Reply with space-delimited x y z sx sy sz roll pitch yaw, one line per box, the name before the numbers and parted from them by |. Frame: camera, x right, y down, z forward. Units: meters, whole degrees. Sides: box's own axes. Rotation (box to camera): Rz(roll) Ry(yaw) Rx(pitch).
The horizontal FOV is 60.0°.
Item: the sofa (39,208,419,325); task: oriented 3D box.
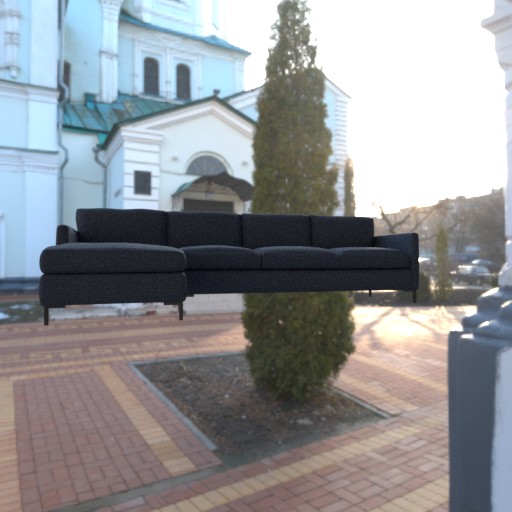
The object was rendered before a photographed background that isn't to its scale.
sofa | 0.000 0.000 2.927 2.445 0.673 1.125 0 -1 -17
